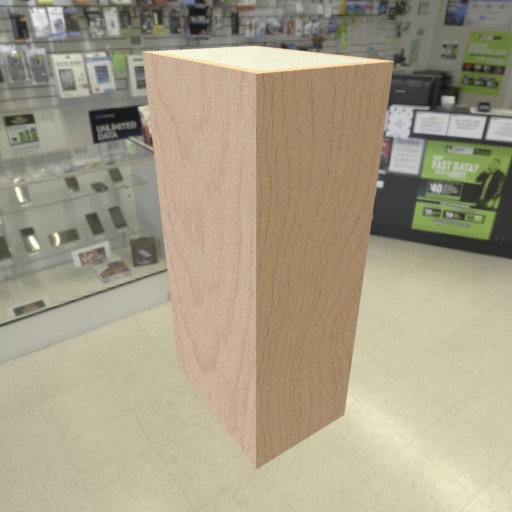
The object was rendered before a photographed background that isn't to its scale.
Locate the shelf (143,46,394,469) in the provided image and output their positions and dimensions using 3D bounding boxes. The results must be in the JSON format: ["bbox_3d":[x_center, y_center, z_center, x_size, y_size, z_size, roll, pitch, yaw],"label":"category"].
[{"bbox_3d":[0.000,0.000,0.726,0.200,0.600,0.290,-18,34,-29],"label":"shelf"}]
